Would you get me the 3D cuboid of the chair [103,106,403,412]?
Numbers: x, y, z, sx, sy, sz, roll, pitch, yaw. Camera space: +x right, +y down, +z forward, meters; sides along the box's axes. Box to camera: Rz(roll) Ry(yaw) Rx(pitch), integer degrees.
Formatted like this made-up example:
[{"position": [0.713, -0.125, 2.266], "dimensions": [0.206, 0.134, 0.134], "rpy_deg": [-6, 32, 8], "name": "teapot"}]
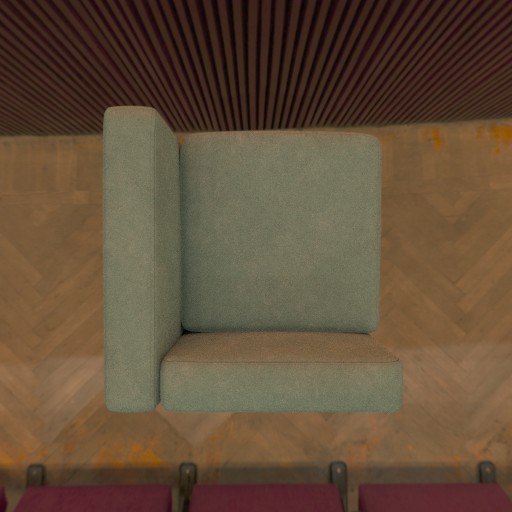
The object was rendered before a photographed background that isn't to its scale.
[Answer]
[{"position": [0.000, 0.000, 1.253], "dimensions": [0.680, 0.660, 0.680], "rpy_deg": [0, 91, 0], "name": "chair"}]
